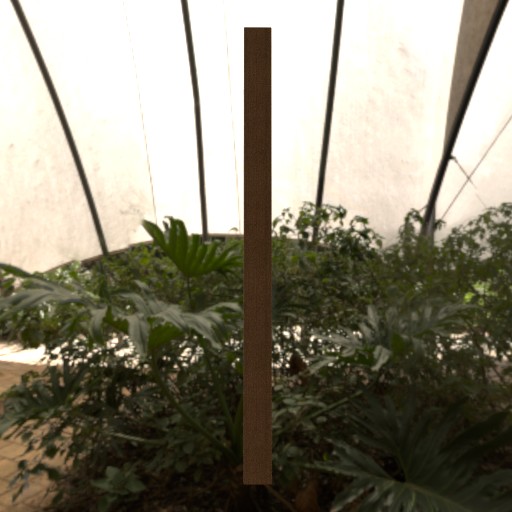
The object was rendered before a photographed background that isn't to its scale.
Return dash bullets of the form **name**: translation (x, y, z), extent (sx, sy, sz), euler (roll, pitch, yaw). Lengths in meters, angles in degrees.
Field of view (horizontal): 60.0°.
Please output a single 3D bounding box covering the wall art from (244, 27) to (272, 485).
- **wall art**: translation (0.000, 0.000, 0.670), extent (0.031, 0.509, 0.356), euler (0, 0, -1)
